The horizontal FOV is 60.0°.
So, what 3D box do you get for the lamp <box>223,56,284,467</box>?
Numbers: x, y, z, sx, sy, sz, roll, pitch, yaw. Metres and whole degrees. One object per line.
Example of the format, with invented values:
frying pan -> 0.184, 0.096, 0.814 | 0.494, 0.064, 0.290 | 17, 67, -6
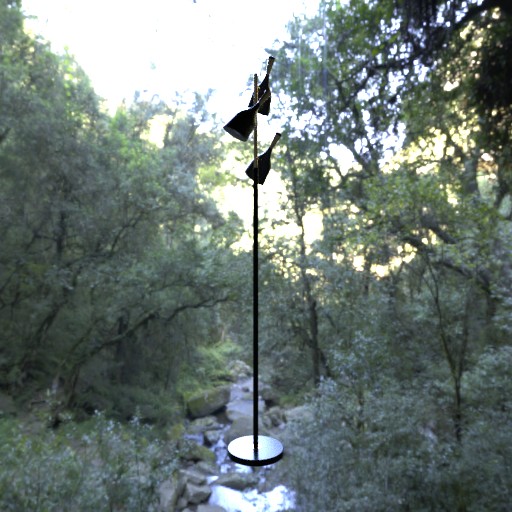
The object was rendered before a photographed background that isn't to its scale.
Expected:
lamp -> 0.000, 0.000, 1.990 | 0.253, 1.778, 0.434 | 0, 1, 18
